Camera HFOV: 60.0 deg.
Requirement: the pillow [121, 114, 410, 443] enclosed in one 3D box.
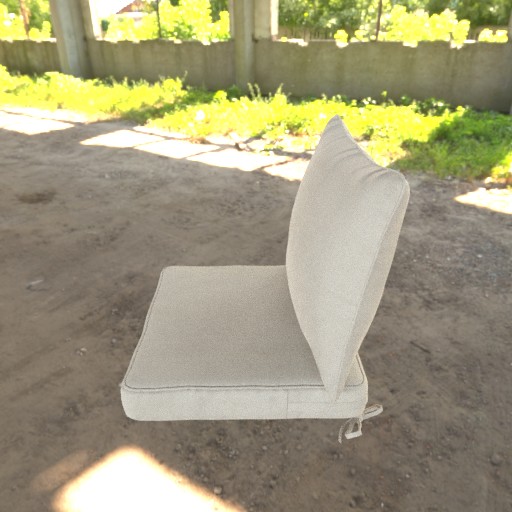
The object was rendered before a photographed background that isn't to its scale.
[{"bbox_3d":[0.000,0.000,1.344,0.733,0.716,0.798,0,27,-1],"label":"pillow"}]
